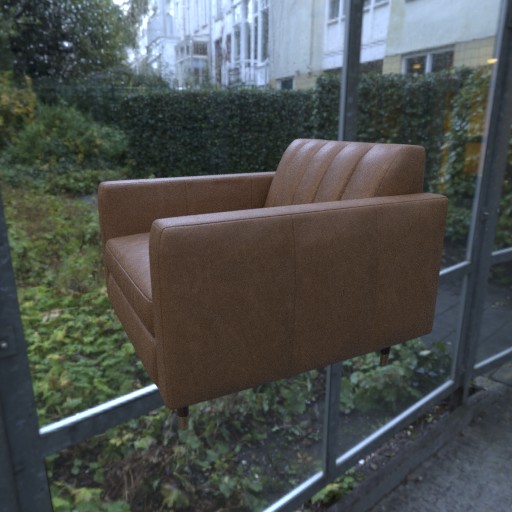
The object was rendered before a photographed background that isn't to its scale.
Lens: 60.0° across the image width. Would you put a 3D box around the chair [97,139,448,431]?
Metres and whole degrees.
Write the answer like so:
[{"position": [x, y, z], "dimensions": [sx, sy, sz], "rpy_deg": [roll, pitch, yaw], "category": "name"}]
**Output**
[{"position": [0.000, 0.000, 1.664], "dimensions": [0.998, 0.819, 0.953], "rpy_deg": [-9, 19, -26], "category": "chair"}]
